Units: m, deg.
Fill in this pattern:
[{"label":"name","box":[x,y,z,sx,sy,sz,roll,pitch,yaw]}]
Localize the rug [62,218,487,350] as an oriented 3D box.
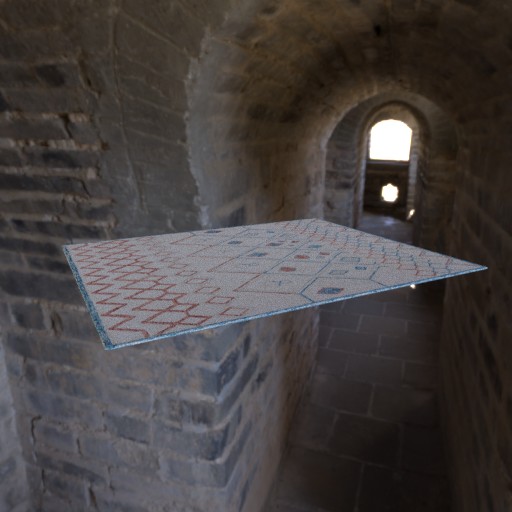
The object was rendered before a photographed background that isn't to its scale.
[{"label":"rug","box":[0.000,0.000,4.018,3.050,0.016,2.441,-8,18,-27]}]
